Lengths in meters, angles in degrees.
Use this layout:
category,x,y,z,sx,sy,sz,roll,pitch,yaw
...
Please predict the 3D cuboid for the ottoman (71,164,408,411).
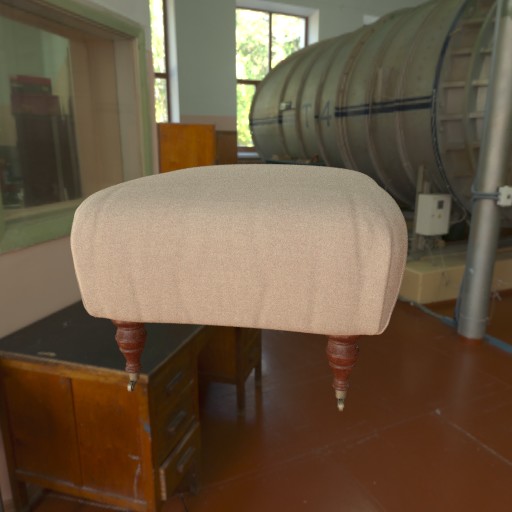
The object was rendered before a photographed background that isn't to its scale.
category,x,y,z,sx,sy,sz,roll,pitch,yaw
ottoman,0.000,0.000,1.138,0.639,0.450,0.746,2,15,9
